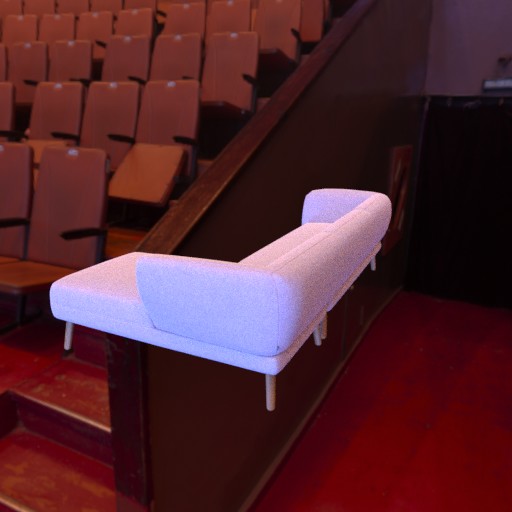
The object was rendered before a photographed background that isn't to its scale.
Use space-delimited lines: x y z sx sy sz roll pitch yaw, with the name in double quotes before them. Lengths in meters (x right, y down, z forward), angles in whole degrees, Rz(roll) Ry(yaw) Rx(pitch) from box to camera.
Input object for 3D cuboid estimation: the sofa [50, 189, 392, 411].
"sofa" 0.000 0.000 3.379 1.610 0.730 2.660 8 19 25
